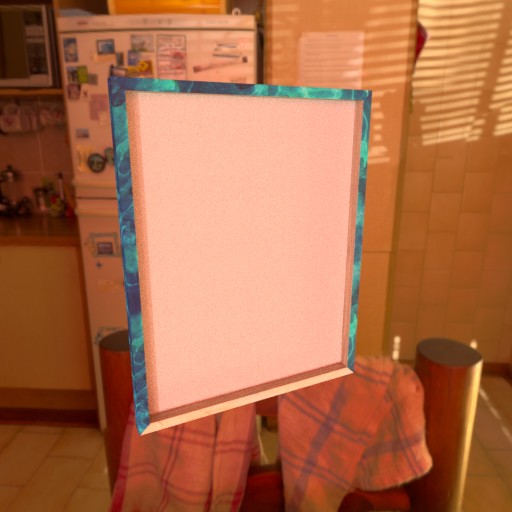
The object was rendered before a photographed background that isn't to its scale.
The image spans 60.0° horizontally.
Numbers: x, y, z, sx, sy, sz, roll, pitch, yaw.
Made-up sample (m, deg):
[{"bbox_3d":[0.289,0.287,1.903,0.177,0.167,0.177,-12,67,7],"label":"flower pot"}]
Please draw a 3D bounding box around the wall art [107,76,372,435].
[{"bbox_3d":[0.000,0.000,1.052,0.609,0.760,0.038,-8,17,-26],"label":"wall art"}]
